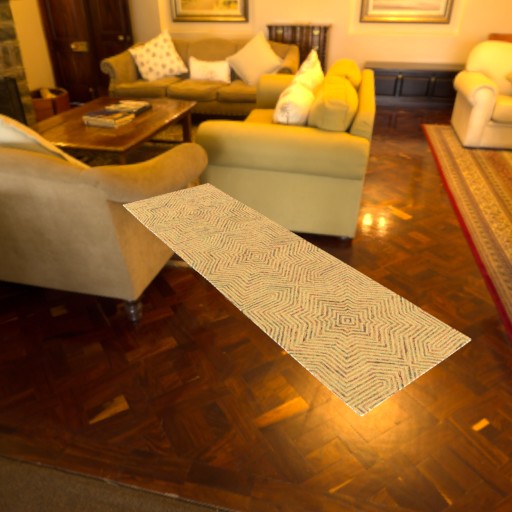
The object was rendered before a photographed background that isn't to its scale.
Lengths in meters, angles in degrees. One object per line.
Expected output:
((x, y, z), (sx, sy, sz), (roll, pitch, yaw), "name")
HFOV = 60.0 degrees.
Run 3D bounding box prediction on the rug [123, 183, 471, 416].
((0.000, 0.000, 2.756), (0.771, 0.009, 2.443), (-20, 37, -30), "rug")
